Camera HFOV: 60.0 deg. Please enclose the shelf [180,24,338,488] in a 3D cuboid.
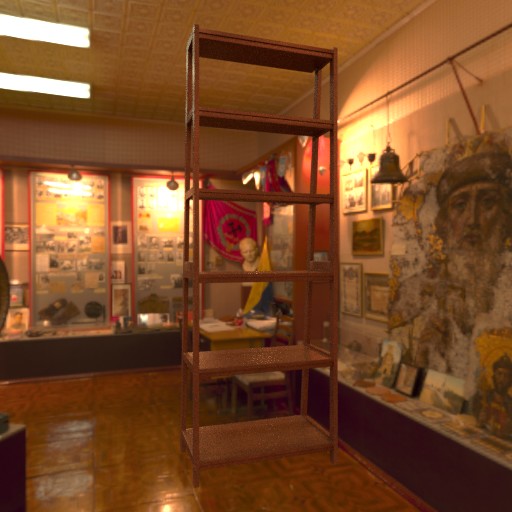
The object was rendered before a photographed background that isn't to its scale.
[{"bbox_3d":[0.000,0.000,2.091,0.660,1.892,0.382,0,0,-18],"label":"shelf"}]
